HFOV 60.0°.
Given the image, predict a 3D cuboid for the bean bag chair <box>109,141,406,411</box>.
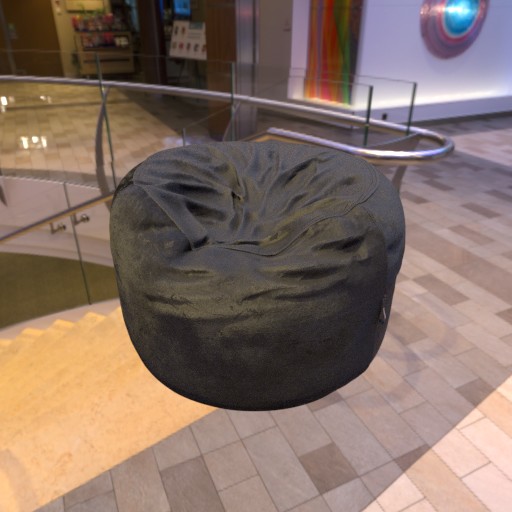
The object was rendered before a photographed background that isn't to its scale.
[{"bbox_3d":[0.000,0.000,1.473,0.918,0.605,0.918,0,28,0],"label":"bean bag chair"}]
